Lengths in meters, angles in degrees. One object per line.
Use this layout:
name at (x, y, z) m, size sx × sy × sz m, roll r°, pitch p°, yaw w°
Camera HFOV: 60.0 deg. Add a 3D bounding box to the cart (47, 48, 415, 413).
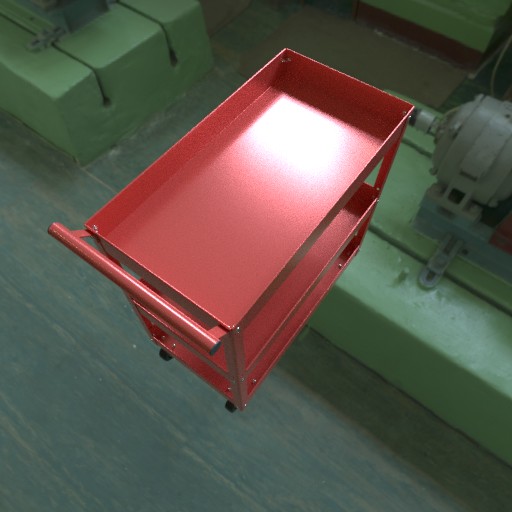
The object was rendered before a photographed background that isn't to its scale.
cart at (0.000, 0.000, 1.184) m, size 0.366 × 0.780 × 0.719 m, roll 33°, pitch 64°, yaw 18°
